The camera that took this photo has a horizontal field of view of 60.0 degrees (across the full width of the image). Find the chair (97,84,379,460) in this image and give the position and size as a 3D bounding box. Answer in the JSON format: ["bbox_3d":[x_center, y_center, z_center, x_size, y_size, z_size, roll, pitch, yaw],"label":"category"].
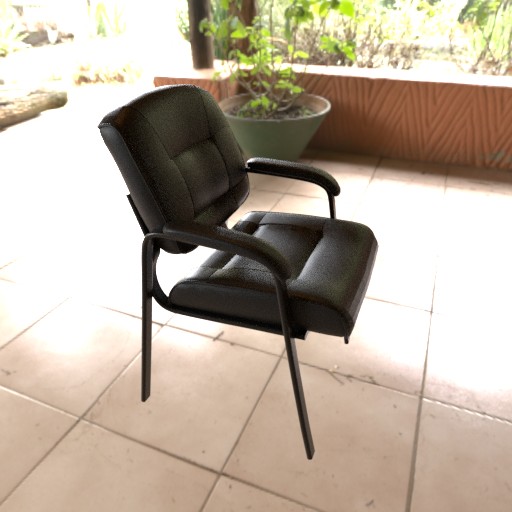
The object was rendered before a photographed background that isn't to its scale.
[{"bbox_3d":[0.000,0.000,1.315,0.668,0.910,0.591,11,32,18],"label":"chair"}]
